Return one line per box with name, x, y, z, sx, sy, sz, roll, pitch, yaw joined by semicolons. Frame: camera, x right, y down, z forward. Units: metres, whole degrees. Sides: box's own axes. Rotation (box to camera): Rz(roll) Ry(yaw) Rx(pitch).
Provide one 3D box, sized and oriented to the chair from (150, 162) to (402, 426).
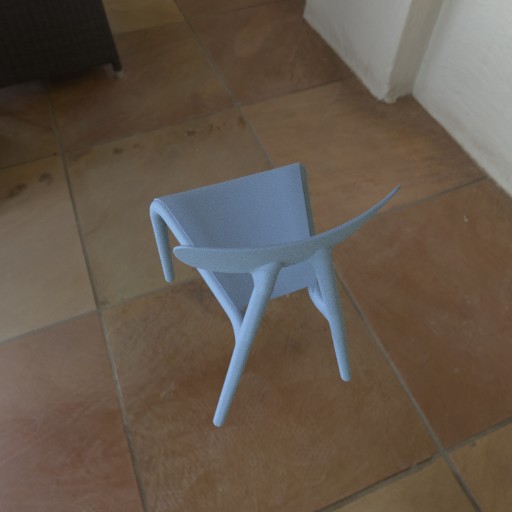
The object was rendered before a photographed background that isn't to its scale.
chair;0.000;0.000;0.822;0.356;0.580;0.401;-16;58;-10
